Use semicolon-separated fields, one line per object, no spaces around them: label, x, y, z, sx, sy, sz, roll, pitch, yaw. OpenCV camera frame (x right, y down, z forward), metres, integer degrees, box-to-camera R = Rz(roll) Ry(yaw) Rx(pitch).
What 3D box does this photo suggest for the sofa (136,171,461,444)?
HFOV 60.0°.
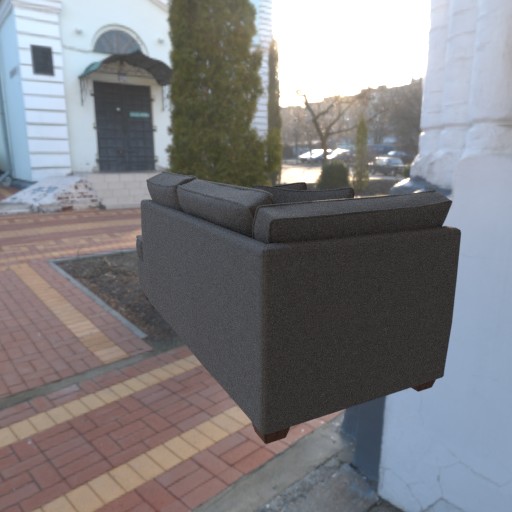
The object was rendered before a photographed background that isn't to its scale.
sofa;0.000;0.000;2.865;1.110;1.033;2.237;-7;15;-26
